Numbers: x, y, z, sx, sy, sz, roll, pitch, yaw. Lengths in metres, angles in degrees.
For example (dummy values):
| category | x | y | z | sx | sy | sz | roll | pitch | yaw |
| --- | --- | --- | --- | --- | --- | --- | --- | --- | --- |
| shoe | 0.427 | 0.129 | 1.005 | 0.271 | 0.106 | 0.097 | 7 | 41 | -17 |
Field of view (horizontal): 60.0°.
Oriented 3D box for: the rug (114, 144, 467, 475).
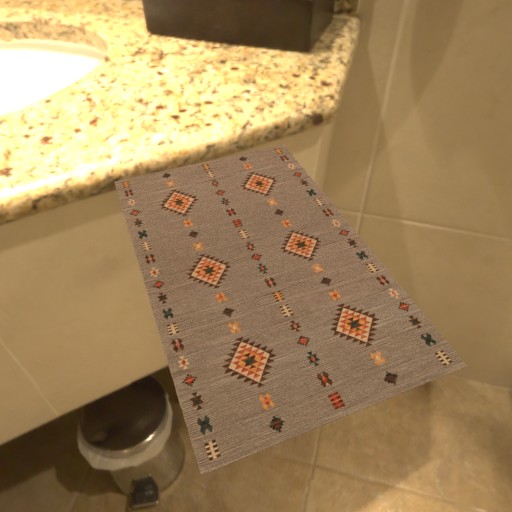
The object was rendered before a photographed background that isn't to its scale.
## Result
| category | x | y | z | sx | sy | sz | roll | pitch | yaw |
| --- | --- | --- | --- | --- | --- | --- | --- | --- | --- |
| rug | 0.000 | 0.000 | 3.015 | 1.515 | 0.007 | 2.427 | -16 | 48 | -15 |
